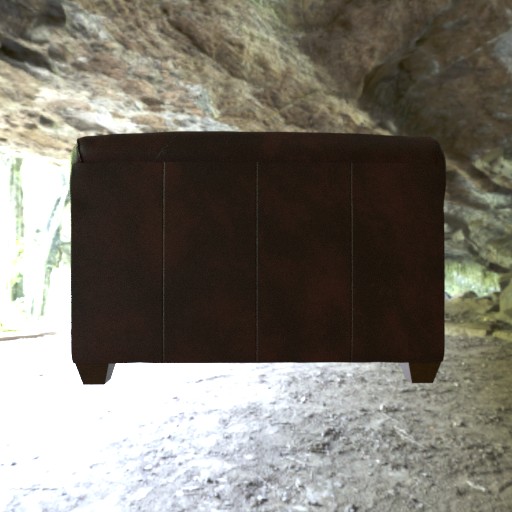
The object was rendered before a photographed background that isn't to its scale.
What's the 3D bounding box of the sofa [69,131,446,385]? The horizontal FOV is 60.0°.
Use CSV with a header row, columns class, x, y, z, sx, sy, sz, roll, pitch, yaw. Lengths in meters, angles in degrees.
class,x,y,z,sx,sy,sz,roll,pitch,yaw
sofa,0.000,0.000,2.094,1.413,0.956,1.000,0,0,-1
